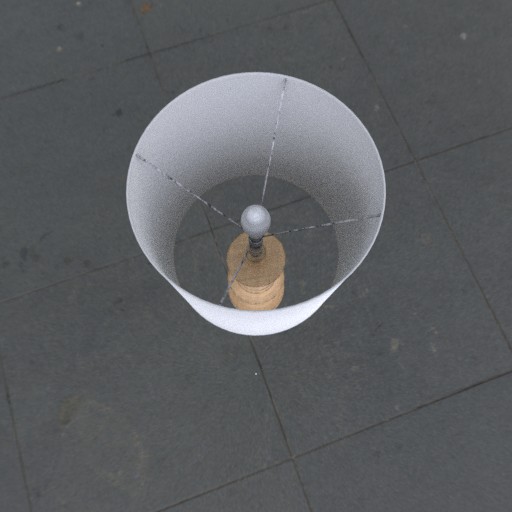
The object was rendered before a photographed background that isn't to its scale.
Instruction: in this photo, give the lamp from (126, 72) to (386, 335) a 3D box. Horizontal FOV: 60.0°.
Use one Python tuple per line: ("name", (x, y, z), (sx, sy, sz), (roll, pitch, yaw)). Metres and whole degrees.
("lamp", (0.000, 0.000, 0.577), (0.208, 0.455, 0.208), (-5, 75, -1))
